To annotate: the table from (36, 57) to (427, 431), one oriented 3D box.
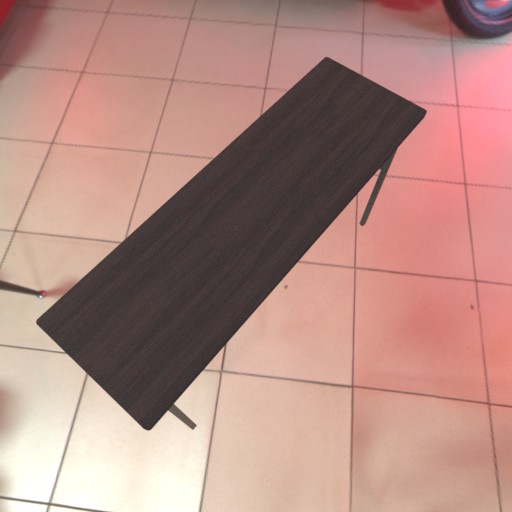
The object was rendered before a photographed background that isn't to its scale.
[{"bbox_3d":[0.000,0.000,1.751,0.449,0.750,1.399,36,69,17],"label":"table"}]
